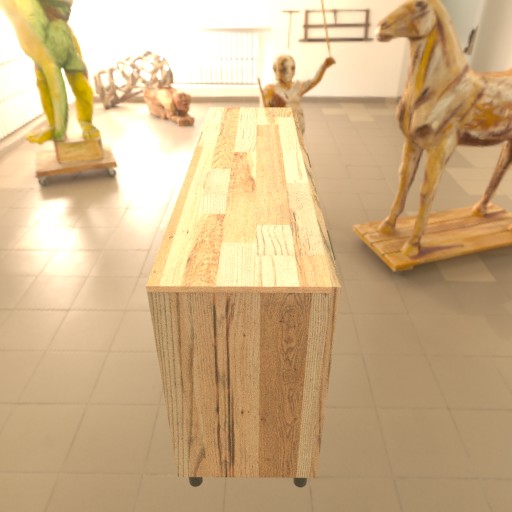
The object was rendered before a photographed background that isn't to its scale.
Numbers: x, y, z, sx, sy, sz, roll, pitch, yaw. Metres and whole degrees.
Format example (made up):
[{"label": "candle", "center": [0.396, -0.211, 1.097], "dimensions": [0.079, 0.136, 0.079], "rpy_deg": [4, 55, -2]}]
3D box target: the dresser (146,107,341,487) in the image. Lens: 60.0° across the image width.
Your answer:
[{"label": "dresser", "center": [0.000, 0.000, 1.873], "dimensions": [0.487, 0.834, 1.547], "rpy_deg": [0, 33, 0]}]
